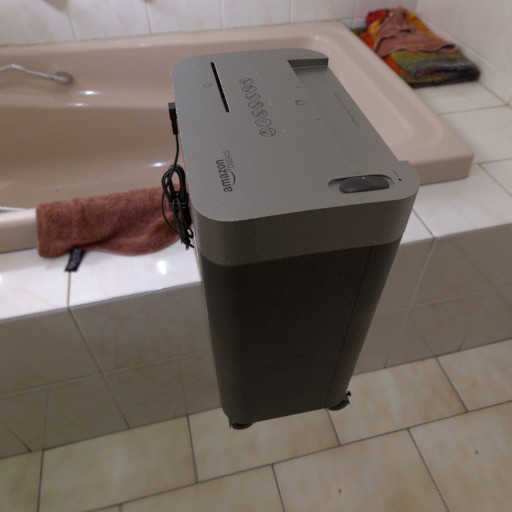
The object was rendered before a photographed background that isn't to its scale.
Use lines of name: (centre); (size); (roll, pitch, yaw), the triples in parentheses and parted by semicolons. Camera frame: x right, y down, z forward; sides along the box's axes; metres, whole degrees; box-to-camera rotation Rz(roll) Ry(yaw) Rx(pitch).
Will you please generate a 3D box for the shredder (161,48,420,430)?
shredder: (0.000, 0.000, 0.594); (0.237, 0.419, 0.311); (-8, 47, -8)
